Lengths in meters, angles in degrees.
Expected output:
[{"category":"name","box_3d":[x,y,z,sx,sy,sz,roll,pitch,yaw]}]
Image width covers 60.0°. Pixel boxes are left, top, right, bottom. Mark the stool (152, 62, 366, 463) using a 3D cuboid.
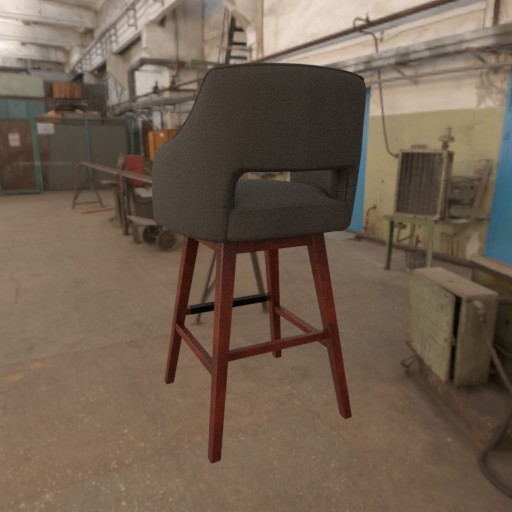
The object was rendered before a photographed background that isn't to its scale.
[{"category":"stool","box_3d":[0.000,0.000,1.351,0.548,1.012,0.558,-7,16,-25]}]
